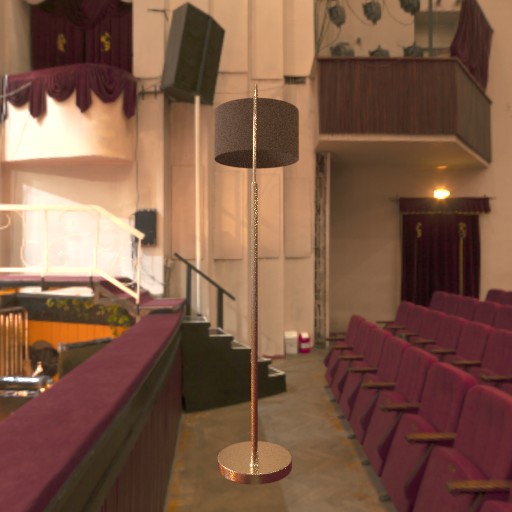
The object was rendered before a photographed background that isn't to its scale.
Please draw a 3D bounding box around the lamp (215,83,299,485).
[{"bbox_3d":[0.000,0.000,2.145,0.452,1.735,0.934,0,0,1],"label":"lamp"}]
